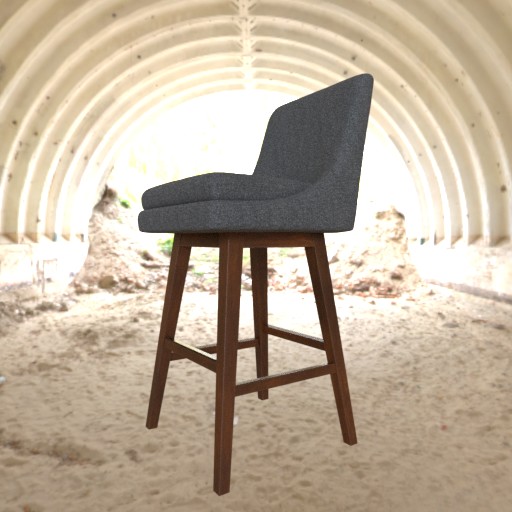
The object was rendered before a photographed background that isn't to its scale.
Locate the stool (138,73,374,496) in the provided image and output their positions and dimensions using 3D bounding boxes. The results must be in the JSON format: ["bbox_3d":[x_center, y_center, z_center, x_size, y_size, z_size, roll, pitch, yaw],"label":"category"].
[{"bbox_3d":[0.000,0.000,1.328,0.572,1.068,0.489,-2,3,-35],"label":"stool"}]
